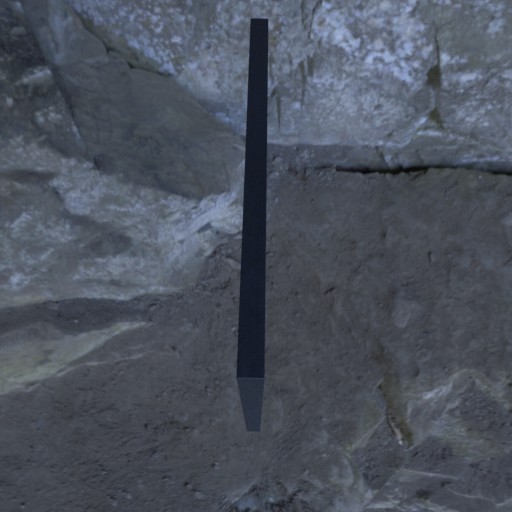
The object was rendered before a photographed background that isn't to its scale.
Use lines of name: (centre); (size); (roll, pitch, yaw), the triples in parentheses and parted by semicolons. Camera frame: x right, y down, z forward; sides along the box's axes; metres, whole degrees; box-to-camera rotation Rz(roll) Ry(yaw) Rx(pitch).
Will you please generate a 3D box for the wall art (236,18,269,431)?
wall art: (0.000, 0.000, 1.124); (0.039, 0.763, 0.763); (1, 63, 1)
